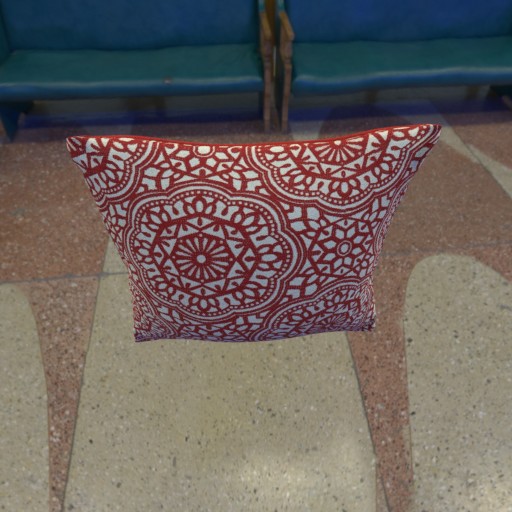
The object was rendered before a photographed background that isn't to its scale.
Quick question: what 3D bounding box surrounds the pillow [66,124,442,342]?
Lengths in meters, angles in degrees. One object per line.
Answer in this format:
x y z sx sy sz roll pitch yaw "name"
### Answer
0.000 0.000 0.661 0.438 0.419 0.162 -3 46 -2 "pillow"
